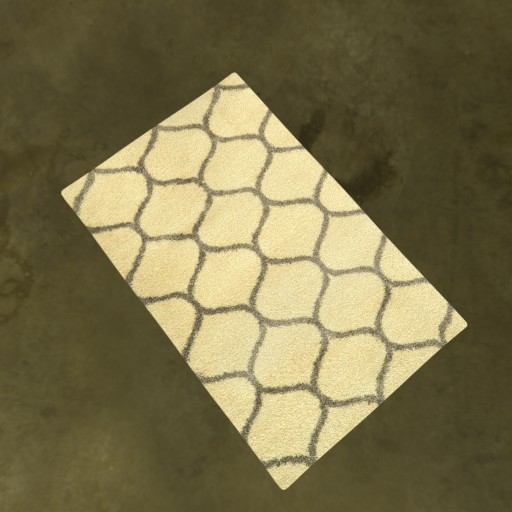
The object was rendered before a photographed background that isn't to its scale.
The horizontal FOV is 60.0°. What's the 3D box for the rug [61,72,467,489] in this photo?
[{"bbox_3d":[0.000,0.000,2.873,1.501,0.024,2.348,-38,78,-9],"label":"rug"}]
